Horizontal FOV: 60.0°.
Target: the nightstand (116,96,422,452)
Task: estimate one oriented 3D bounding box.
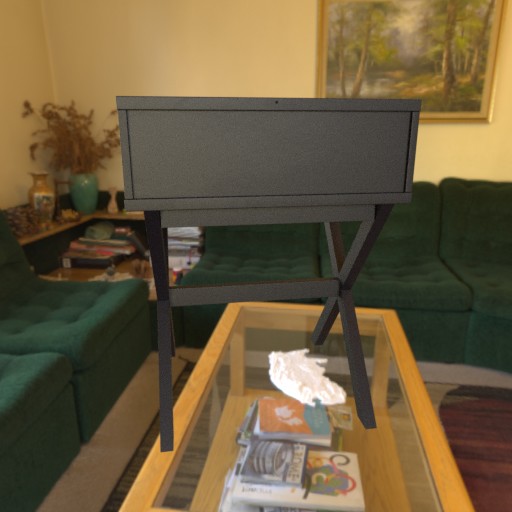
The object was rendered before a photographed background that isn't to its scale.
[{"bbox_3d":[0.000,0.000,0.958,0.479,0.623,0.402,-3,17,-9],"label":"nightstand"}]
